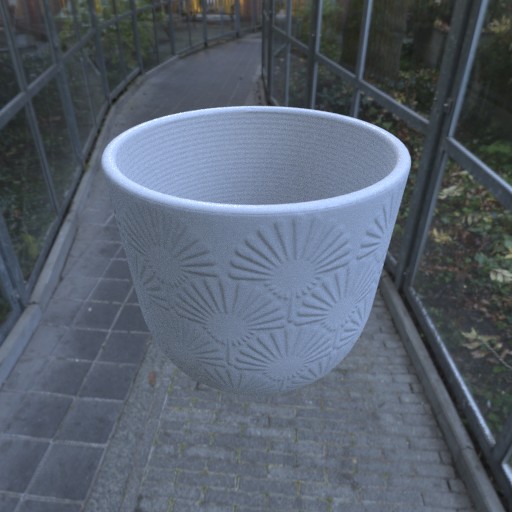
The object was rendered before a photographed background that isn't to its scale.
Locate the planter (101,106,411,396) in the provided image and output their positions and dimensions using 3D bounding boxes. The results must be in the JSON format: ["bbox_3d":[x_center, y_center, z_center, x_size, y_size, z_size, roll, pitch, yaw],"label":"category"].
[{"bbox_3d":[0.000,0.000,0.292,0.170,0.152,0.170,0,33,0],"label":"planter"}]
